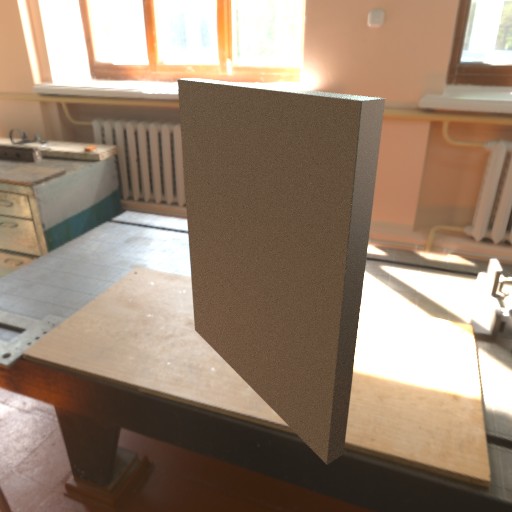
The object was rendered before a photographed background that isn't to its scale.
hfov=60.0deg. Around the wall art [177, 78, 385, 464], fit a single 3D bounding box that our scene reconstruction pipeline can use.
[{"bbox_3d":[0.000,0.000,0.767,0.038,0.549,0.452,-16,30,-31],"label":"wall art"}]
